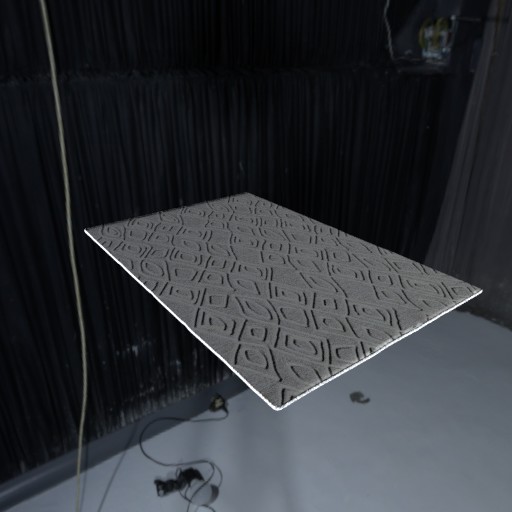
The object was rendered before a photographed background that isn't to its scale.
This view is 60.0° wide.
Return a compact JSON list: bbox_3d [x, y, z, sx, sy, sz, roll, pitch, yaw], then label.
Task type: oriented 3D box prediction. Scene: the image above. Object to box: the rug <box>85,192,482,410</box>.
[{"bbox_3d":[0.000,0.000,2.346,1.224,0.016,1.832,-18,31,-33],"label":"rug"}]
